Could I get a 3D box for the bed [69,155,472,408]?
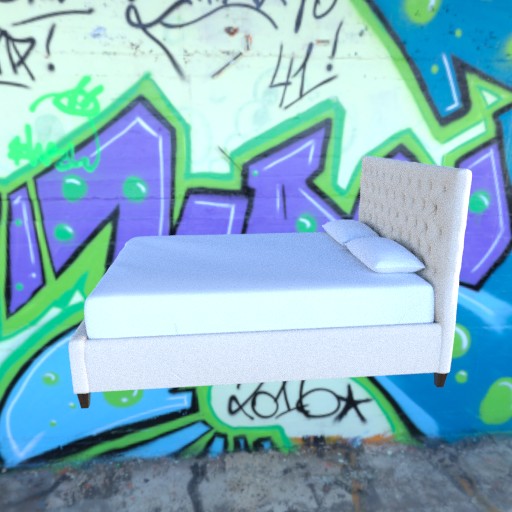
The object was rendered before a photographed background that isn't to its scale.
[{"bbox_3d":[0.000,0.000,3.417,2.387,1.427,1.698,-2,15,-6],"label":"bed"}]
